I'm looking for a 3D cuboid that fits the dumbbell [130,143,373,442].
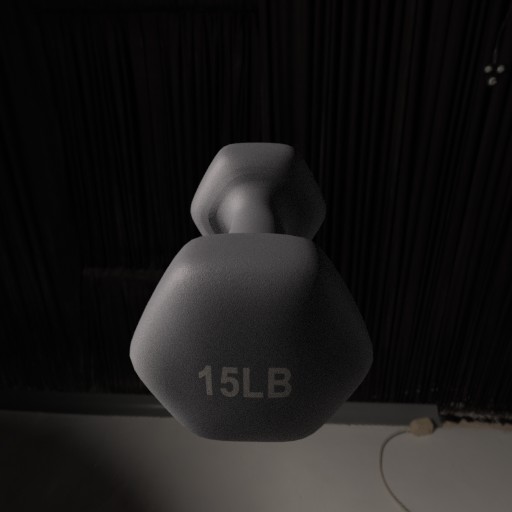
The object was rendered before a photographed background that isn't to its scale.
[{"bbox_3d":[0.000,0.000,0.297,0.116,0.105,0.240,1,27,2],"label":"dumbbell"}]
